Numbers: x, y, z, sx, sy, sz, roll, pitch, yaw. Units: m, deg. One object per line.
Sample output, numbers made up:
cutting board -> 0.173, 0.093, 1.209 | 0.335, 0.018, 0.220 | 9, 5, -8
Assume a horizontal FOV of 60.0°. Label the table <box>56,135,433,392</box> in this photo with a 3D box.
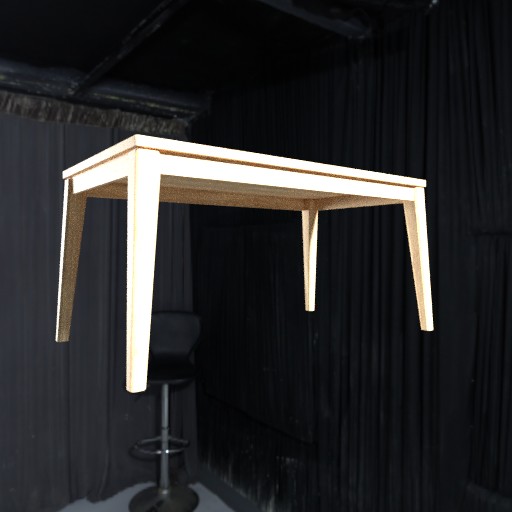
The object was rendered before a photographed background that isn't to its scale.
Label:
table -> 0.000, 0.000, 2.125 | 1.600, 0.760, 0.900 | -1, 2, -37
